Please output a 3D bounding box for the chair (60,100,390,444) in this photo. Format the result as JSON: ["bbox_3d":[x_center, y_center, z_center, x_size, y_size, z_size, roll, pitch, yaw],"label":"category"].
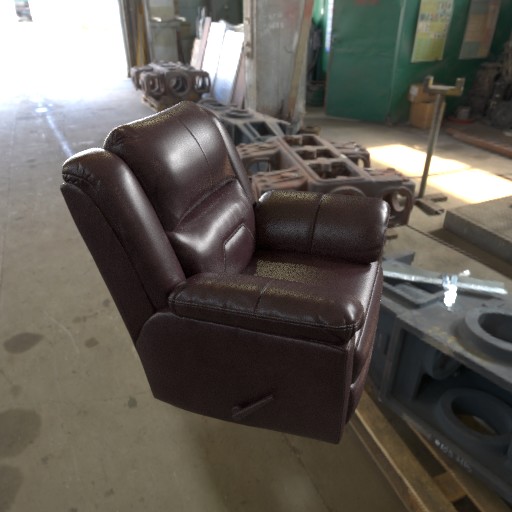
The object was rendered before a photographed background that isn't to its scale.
[{"bbox_3d":[0.000,0.000,1.830,1.041,1.093,0.990,11,32,18],"label":"chair"}]
